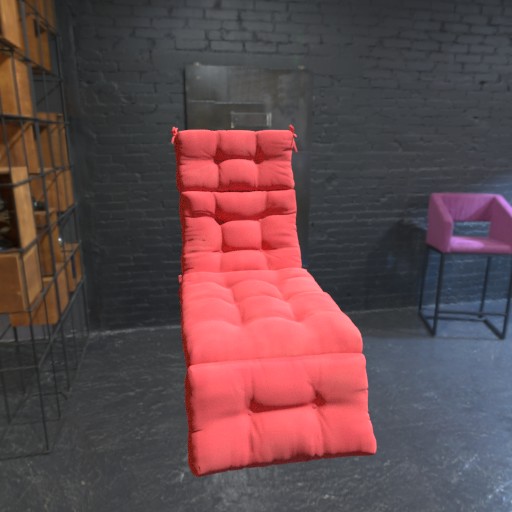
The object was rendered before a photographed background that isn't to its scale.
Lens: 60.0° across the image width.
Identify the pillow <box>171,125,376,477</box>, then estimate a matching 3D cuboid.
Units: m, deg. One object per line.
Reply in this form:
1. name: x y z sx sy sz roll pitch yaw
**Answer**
1. pillow: 0.000 0.000 1.474 0.526 0.863 1.016 -3 15 -10
